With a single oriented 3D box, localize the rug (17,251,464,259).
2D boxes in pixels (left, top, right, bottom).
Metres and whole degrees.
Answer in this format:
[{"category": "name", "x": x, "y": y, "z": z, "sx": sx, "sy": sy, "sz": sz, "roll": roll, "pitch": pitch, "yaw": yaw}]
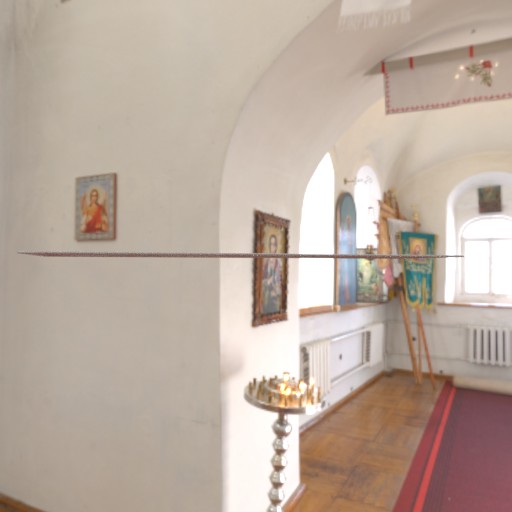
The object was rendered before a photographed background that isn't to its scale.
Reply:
[{"category": "rug", "x": 0.000, "y": 0.000, "z": 2.497, "sx": 2.294, "sy": 0.011, "sz": 0.666, "roll": 0, "pitch": -1, "yaw": -18}]
